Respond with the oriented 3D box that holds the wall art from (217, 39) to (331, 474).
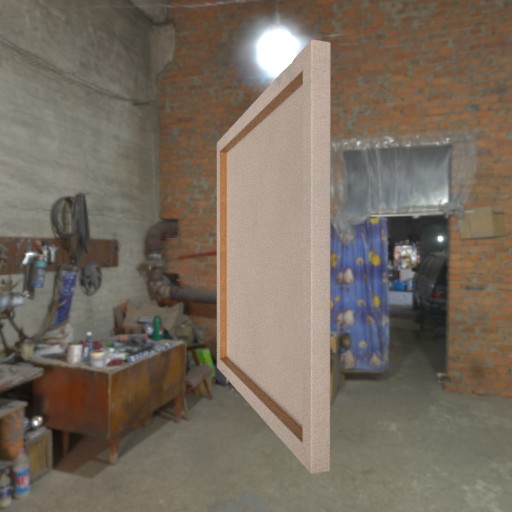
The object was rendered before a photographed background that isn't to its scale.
[{"bbox_3d":[0.000,0.000,1.144,0.038,0.762,0.762,0,0,-18],"label":"wall art"}]
